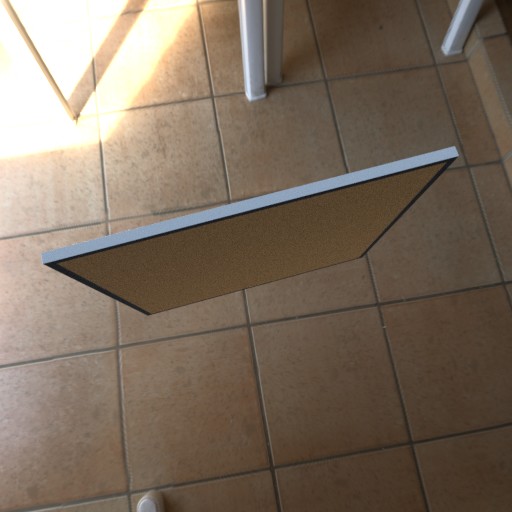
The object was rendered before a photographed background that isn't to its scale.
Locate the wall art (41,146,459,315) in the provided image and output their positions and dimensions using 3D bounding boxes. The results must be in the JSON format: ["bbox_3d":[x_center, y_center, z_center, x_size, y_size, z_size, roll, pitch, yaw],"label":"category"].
[{"bbox_3d":[0.000,0.000,1.218,0.805,0.803,0.022,-15,76,-4],"label":"wall art"}]
